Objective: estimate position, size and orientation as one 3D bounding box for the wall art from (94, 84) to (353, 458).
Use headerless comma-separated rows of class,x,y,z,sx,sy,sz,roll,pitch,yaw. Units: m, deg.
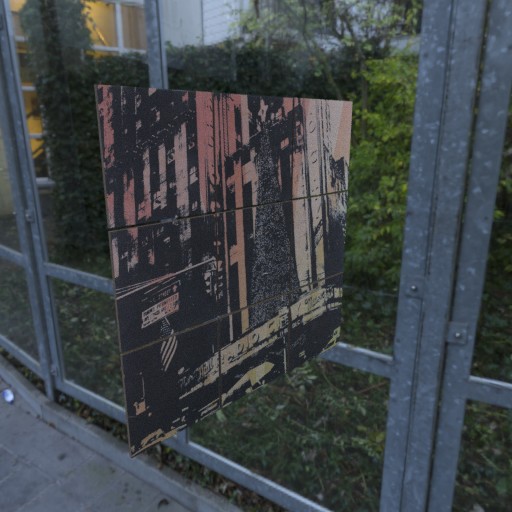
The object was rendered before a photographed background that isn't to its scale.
wall art,0.000,0.000,1.780,1.216,1.216,0.013,-15,22,-42
